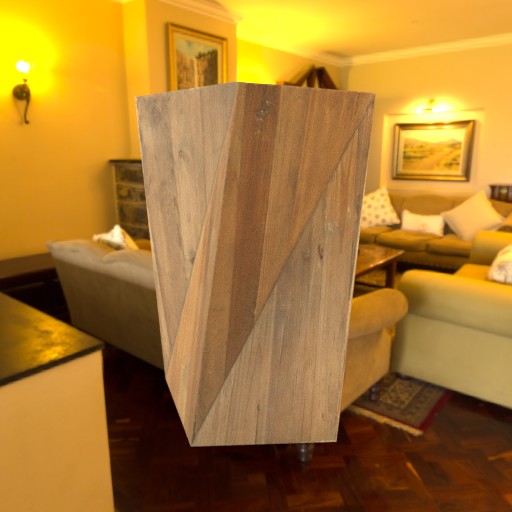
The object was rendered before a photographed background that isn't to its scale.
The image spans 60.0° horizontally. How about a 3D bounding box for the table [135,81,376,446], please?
[{"bbox_3d":[0.000,0.000,0.901,0.441,0.604,0.425,-2,13,-9],"label":"table"}]
